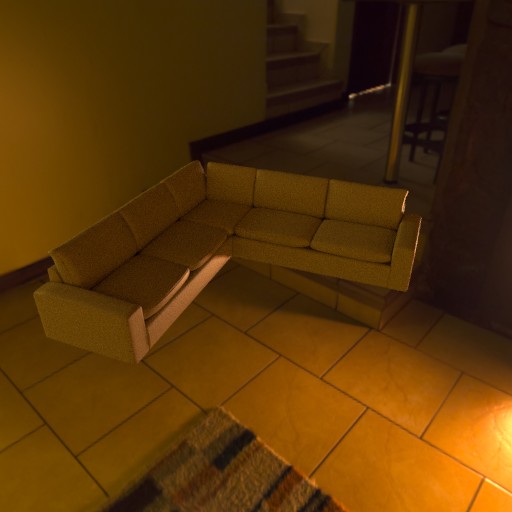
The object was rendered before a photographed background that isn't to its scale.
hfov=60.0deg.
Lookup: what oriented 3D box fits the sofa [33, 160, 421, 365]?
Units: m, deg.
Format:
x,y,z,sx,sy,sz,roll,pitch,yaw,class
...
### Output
x,y,z,sx,sy,sz,roll,pitch,yaw,class
0.000,0.000,4.135,2.742,0.800,2.622,12,33,19,sofa
